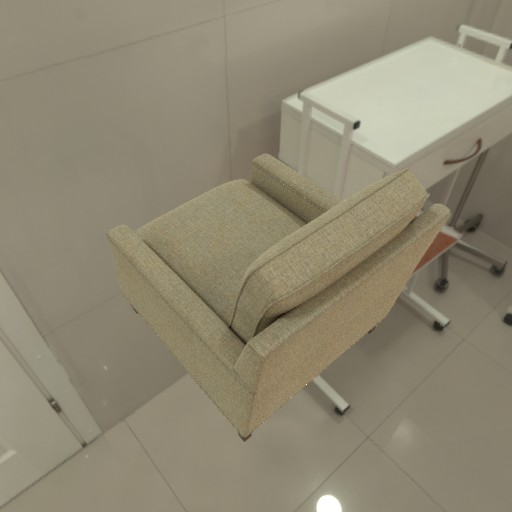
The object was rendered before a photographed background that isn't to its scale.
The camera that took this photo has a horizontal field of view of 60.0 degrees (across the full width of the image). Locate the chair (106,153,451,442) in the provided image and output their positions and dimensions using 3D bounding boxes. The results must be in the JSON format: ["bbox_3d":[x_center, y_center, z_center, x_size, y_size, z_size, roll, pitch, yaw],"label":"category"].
[{"bbox_3d":[0.000,0.000,1.773,0.853,0.943,1.014,-32,54,-27],"label":"chair"}]
